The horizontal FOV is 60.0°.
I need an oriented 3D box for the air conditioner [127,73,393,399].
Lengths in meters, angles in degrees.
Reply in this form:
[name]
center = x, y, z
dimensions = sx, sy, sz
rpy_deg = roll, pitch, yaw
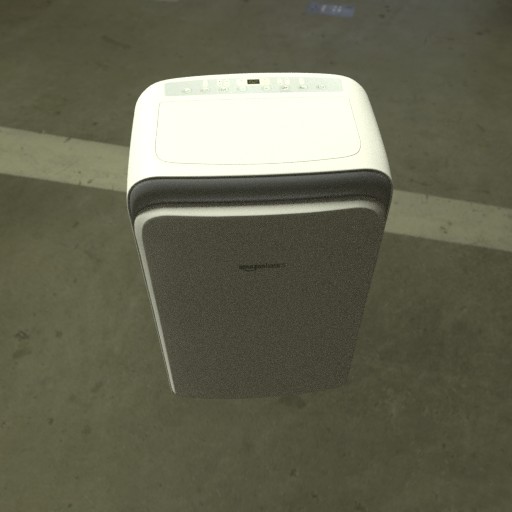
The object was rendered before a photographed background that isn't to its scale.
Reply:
[air conditioner]
center = 0.000, 0.000, 0.960
dimensions = 0.454, 0.700, 0.365
rpy_deg = -3, 48, -2
